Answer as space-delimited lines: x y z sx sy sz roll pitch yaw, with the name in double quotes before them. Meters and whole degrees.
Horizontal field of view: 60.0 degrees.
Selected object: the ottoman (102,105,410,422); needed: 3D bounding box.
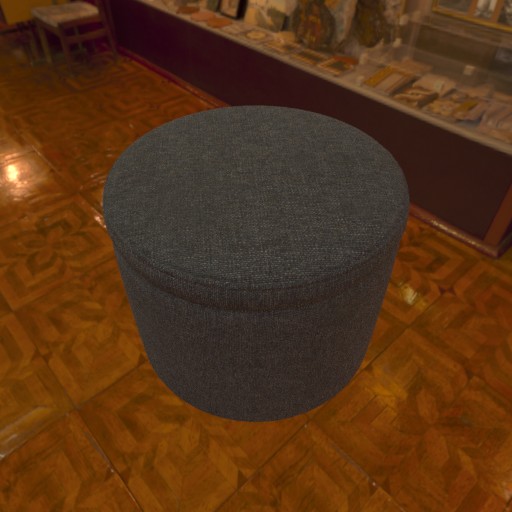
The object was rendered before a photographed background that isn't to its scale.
"ottoman" 0.000 0.000 0.893 0.520 0.430 0.520 0 45 0
